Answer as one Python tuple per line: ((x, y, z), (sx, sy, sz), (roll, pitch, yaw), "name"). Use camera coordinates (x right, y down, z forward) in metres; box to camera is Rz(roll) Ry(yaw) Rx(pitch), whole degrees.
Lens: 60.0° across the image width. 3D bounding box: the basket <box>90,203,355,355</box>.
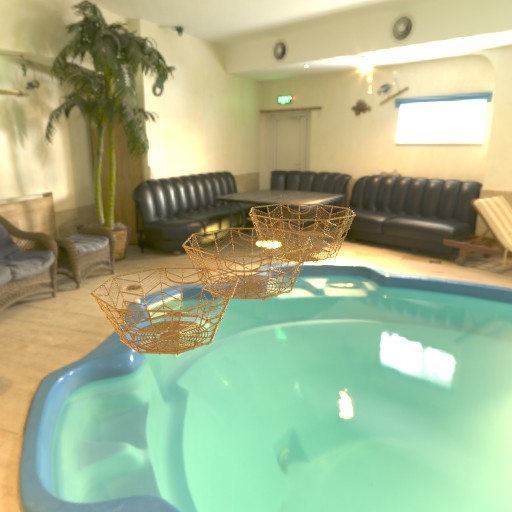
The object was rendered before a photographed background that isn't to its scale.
((0.000, 0.000, 1.414), (0.432, 0.178, 1.245), (7, 16, 25), "basket")
